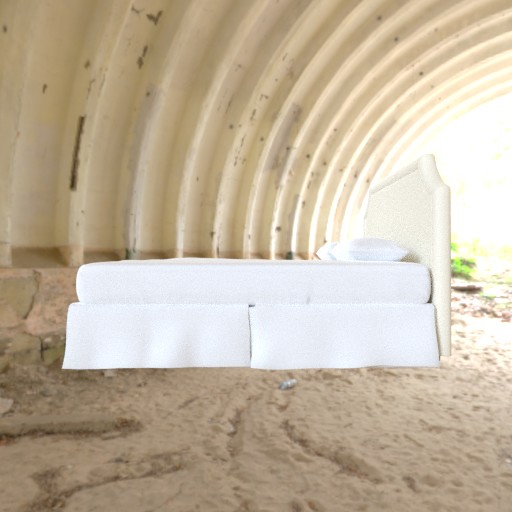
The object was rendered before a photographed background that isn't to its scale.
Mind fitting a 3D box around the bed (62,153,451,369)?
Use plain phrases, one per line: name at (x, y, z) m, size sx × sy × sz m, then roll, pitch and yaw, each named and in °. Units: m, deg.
bed at (0.000, 0.000, 4.222) m, size 2.773 × 1.590 × 2.350 m, roll 0°, pitch 0°, yaw 0°
